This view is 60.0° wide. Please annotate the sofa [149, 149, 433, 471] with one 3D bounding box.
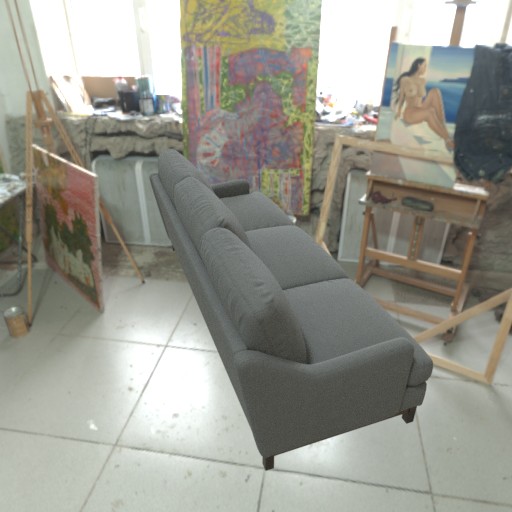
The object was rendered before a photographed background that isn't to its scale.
[{"bbox_3d":[0.000,0.000,2.858,0.987,0.926,2.344,-10,31,-17],"label":"sofa"}]
